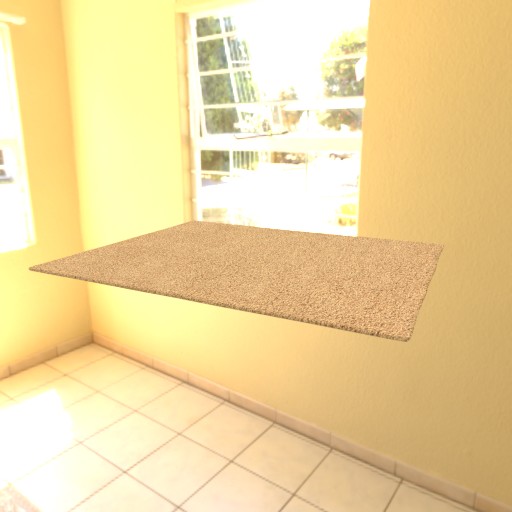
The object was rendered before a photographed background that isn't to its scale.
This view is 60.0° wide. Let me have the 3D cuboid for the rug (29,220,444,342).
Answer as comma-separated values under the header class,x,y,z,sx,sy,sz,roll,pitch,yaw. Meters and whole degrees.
class,x,y,z,sx,sy,sz,roll,pitch,yaw
rug,0.000,0.000,4.083,3.047,0.029,2.438,7,17,25
